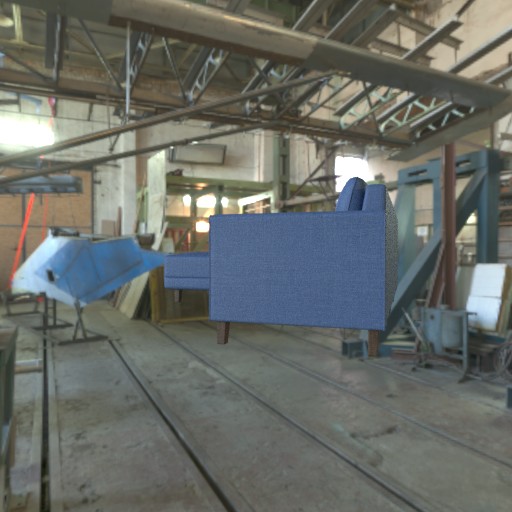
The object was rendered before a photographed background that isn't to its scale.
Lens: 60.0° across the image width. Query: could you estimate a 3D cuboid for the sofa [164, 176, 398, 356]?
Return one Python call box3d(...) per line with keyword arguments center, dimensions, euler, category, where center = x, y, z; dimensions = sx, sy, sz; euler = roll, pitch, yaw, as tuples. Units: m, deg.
box3d(center=(0.000, 0.000, 3.070), dimensions=(1.829, 0.787, 2.120), euler=(0, 1, 19), category="sofa")
